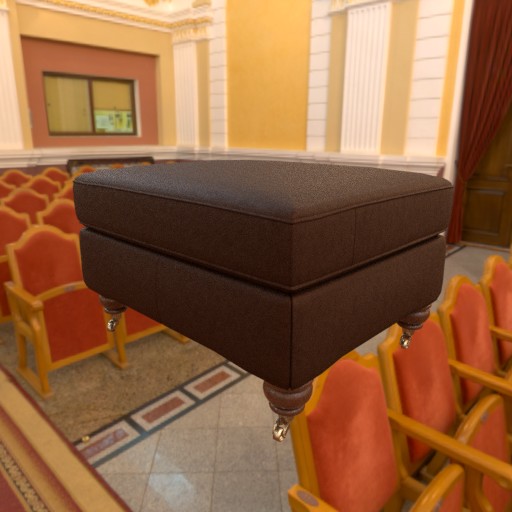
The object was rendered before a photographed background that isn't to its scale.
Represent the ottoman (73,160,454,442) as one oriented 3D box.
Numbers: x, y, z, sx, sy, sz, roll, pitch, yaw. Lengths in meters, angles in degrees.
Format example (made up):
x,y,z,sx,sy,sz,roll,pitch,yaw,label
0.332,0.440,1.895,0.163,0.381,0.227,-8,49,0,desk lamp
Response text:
x,y,z,sx,sy,sz,roll,pitch,yaw,label
0.000,0.000,1.814,1.187,0.730,0.967,15,22,42,ottoman
